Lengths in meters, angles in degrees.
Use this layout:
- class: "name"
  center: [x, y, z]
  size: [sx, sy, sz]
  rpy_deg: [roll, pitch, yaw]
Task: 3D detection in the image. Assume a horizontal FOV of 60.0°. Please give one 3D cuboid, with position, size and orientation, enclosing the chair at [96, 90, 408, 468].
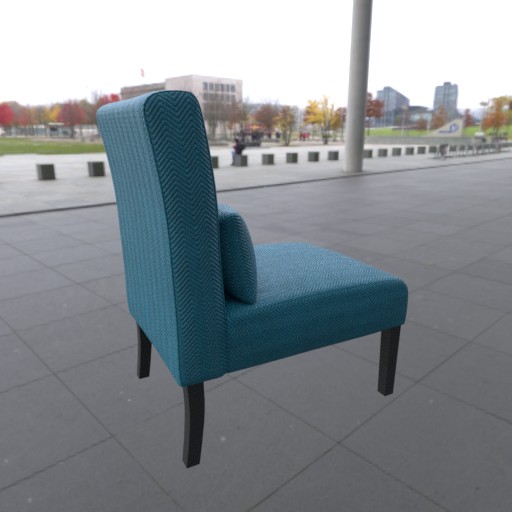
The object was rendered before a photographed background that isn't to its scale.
- class: "chair"
  center: [0.000, 0.000, 1.407]
  size: [0.808, 0.927, 0.579]
  rpy_deg: [-8, 18, -27]
